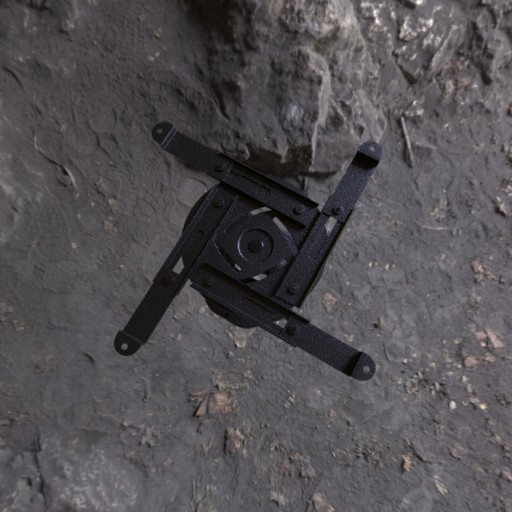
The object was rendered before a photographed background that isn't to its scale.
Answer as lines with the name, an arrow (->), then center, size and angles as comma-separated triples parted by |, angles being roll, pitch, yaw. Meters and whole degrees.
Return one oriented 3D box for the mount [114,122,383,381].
mount -> 0.000, 0.000, 0.616 | 0.394, 0.141, 0.394 | 29, 77, 7
